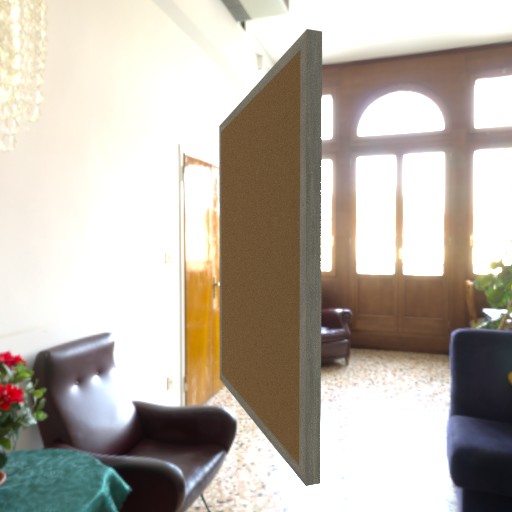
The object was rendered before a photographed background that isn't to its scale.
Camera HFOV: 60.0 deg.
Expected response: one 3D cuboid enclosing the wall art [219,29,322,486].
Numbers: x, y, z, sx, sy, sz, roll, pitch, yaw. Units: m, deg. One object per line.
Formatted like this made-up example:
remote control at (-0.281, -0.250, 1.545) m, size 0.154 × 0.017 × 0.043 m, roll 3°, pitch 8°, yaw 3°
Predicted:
wall art at (0.000, 0.000, 0.794) m, size 0.022 × 0.582 × 0.479 m, roll 0°, pitch 2°, yaw -18°
